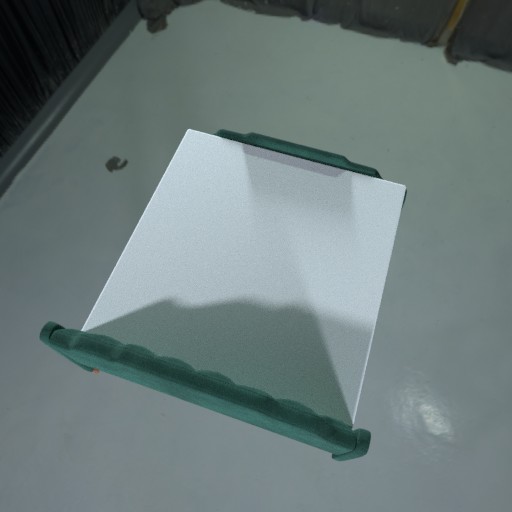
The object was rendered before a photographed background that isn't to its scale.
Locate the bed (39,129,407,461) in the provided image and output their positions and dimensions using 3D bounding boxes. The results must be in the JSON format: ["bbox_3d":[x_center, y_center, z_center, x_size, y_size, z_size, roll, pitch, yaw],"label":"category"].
[{"bbox_3d":[0.000,0.000,3.439,2.074,1.245,2.340,17,64,8],"label":"bed"}]
